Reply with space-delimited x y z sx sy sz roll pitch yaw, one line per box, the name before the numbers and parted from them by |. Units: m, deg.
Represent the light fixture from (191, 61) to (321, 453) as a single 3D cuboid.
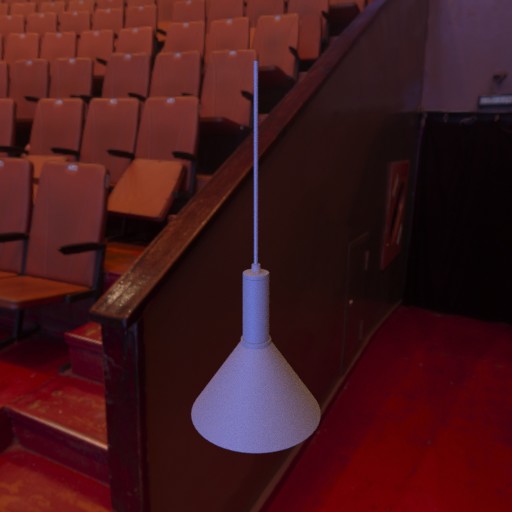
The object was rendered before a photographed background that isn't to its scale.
light fixture | 0.000 0.000 0.839 0.267 0.683 0.267 7 17 25
